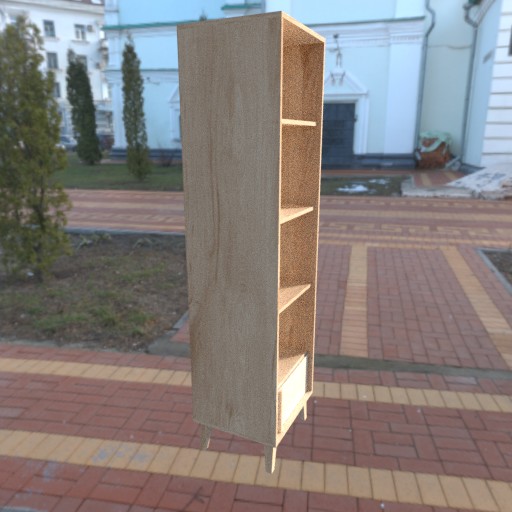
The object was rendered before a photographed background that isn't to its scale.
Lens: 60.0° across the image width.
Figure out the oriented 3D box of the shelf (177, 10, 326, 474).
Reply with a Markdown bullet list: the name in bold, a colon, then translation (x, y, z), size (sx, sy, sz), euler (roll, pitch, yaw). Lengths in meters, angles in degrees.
- **shelf**: translation (0.000, 0.000, 2.127), size (0.450, 1.960, 0.510), euler (7, 17, 25)
